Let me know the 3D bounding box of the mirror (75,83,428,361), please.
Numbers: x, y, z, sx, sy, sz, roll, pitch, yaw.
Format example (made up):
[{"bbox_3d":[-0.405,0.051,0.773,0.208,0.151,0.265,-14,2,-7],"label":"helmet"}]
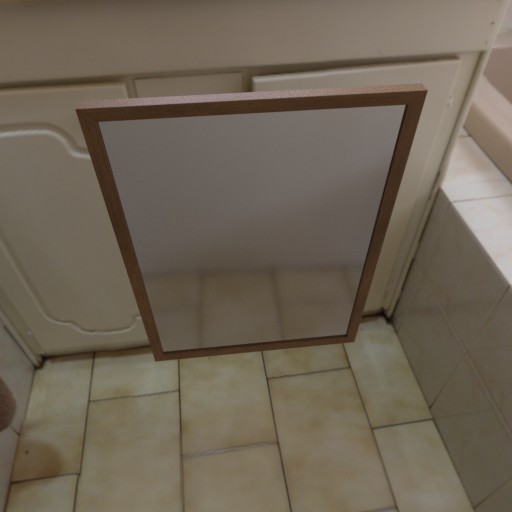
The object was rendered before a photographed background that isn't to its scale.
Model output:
[{"bbox_3d":[0.000,0.000,1.333,0.762,1.016,0.040,-5,47,-4],"label":"mirror"}]
